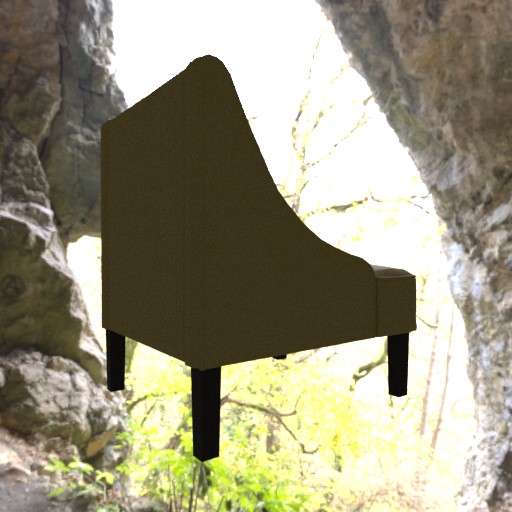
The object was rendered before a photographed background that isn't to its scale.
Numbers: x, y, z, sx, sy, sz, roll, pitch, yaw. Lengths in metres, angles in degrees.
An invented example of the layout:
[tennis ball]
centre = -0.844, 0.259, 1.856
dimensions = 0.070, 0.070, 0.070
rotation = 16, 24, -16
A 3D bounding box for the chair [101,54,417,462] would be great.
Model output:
[chair]
centre = 0.000, 0.000, 1.458
dimensions = 0.814, 0.896, 0.696
rotation = -1, 1, -37
